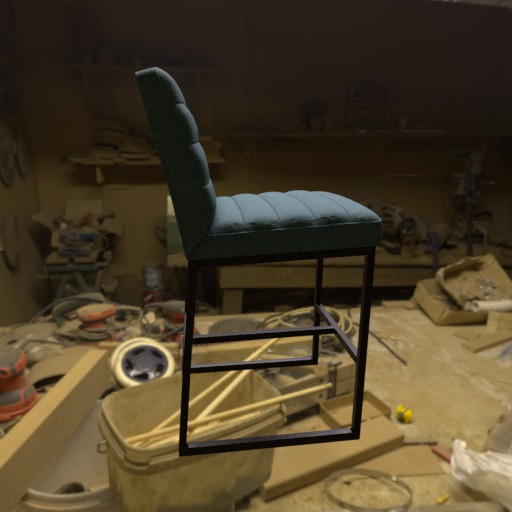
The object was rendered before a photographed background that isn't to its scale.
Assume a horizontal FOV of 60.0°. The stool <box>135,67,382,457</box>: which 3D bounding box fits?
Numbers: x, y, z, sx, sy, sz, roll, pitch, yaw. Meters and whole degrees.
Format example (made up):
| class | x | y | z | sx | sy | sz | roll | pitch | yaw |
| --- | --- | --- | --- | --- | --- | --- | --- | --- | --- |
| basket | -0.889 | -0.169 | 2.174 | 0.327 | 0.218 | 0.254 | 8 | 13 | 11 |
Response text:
| class | x | y | z | sx | sy | sz | roll | pitch | yaw |
| --- | --- | --- | --- | --- | --- | --- | --- | --- | --- |
| stool | 0.000 | 0.000 | 1.262 | 0.560 | 0.940 | 0.460 | -2 | 15 | -8 |
